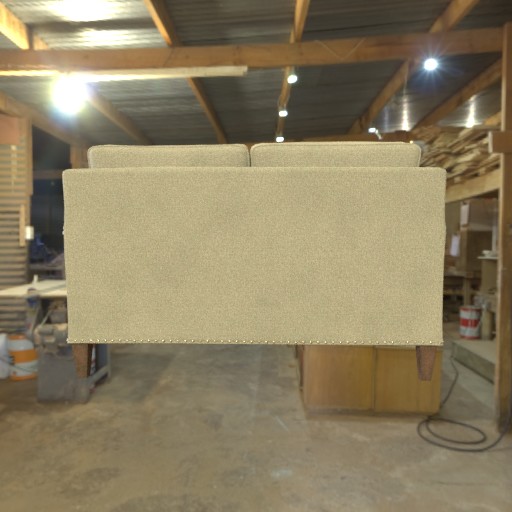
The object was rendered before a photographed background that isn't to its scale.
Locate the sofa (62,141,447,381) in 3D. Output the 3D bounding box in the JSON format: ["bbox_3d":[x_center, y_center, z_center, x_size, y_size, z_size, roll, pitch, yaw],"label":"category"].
[{"bbox_3d":[0.000,0.000,2.262,1.597,1.003,1.084,0,2,2],"label":"sofa"}]
